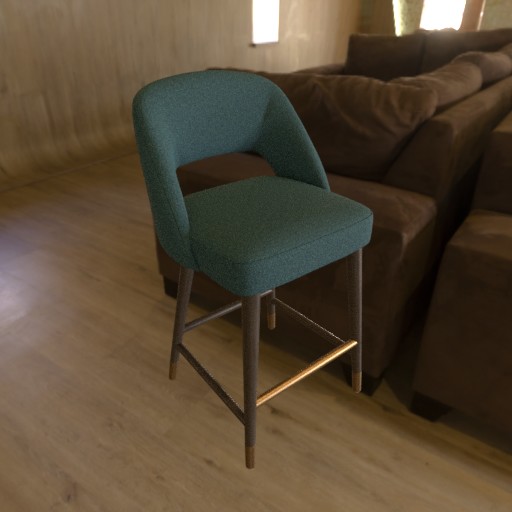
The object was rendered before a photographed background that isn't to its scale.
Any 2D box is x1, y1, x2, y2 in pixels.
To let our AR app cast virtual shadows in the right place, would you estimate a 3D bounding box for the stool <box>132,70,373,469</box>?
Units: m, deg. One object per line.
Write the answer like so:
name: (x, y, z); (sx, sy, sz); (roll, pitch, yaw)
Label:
stool: (0.000, 0.000, 1.262); (0.536, 0.939, 0.522); (-21, 35, -33)
